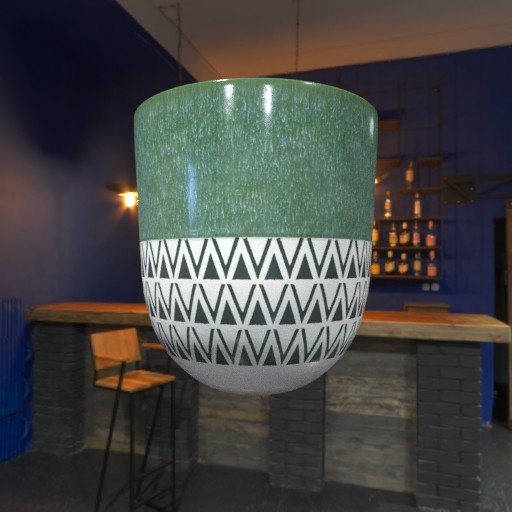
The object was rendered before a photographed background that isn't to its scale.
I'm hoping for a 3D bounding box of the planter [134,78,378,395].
[{"bbox_3d":[0.000,0.000,0.365,0.195,0.214,0.195,0,-1,0],"label":"planter"}]
